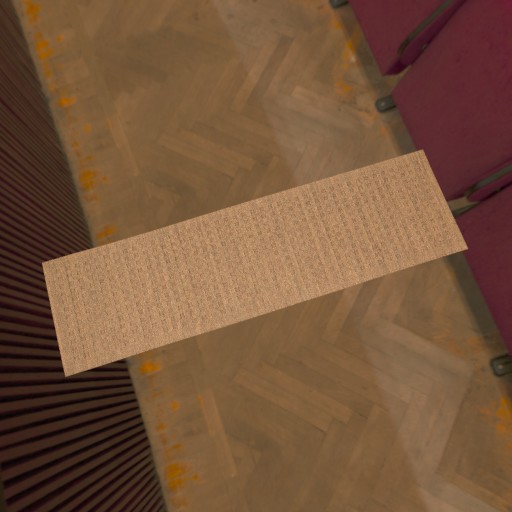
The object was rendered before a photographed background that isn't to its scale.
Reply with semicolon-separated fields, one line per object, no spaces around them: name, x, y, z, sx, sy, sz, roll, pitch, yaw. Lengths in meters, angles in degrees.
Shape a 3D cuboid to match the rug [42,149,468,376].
rug;0.000;0.000;2.634;2.437;0.005;0.688;-17;76;-4
